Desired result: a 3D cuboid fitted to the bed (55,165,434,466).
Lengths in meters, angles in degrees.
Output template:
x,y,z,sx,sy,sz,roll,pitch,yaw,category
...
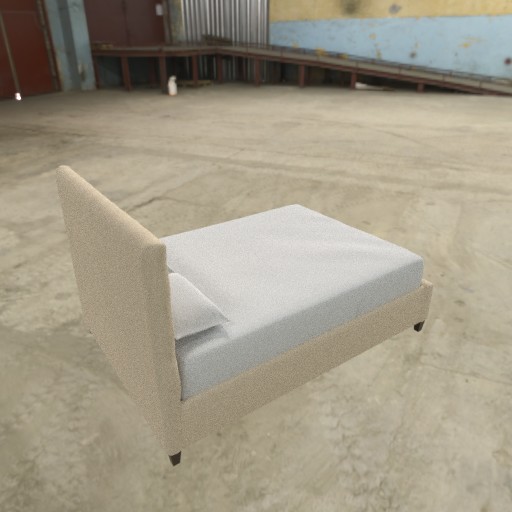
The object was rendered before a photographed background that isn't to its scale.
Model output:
x,y,z,sx,sy,sz,roll,pitch,yaw,category
0.000,0.000,3.477,2.387,1.427,1.698,-17,31,-31,bed
